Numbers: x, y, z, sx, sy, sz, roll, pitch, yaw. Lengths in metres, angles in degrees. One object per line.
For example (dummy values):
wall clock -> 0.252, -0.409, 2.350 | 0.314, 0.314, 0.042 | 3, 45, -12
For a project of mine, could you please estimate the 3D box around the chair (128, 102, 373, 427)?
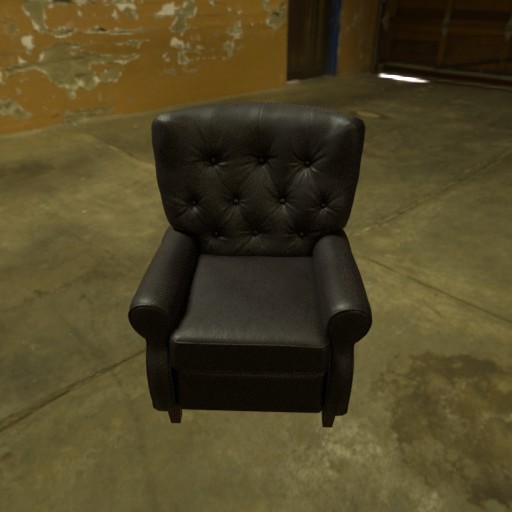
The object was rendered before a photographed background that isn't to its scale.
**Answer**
chair -> 0.000, 0.000, 1.964 | 0.948, 1.158, 1.058 | 1, 30, 2
